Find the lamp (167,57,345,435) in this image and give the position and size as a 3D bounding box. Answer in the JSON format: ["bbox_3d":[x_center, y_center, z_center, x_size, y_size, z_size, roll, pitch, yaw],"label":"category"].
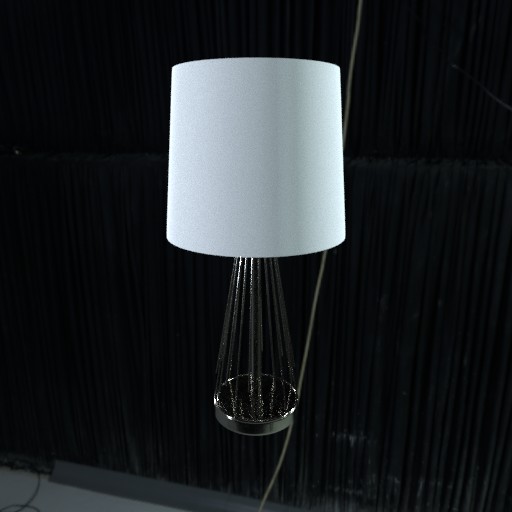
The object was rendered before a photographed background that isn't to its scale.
[{"bbox_3d":[0.000,0.000,0.779,0.303,0.618,0.303,0,16,0],"label":"lamp"}]
